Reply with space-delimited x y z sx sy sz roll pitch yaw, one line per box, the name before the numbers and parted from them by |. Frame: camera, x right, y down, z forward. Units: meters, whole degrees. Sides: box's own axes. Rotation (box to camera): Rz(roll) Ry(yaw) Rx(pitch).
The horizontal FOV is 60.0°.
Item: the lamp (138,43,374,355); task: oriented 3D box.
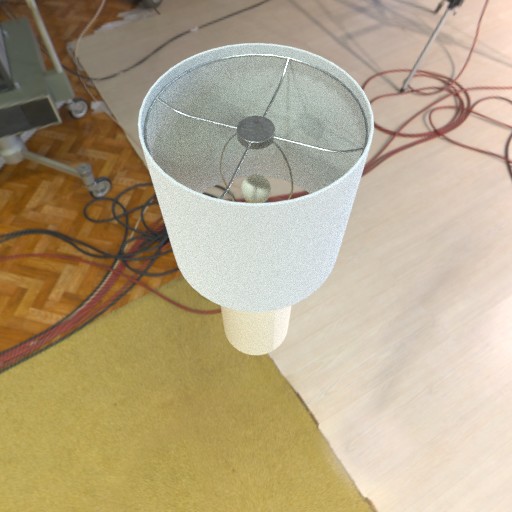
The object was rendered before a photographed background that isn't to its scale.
lamp | 0.000 0.000 0.610 0.212 0.493 0.212 17 60 10
